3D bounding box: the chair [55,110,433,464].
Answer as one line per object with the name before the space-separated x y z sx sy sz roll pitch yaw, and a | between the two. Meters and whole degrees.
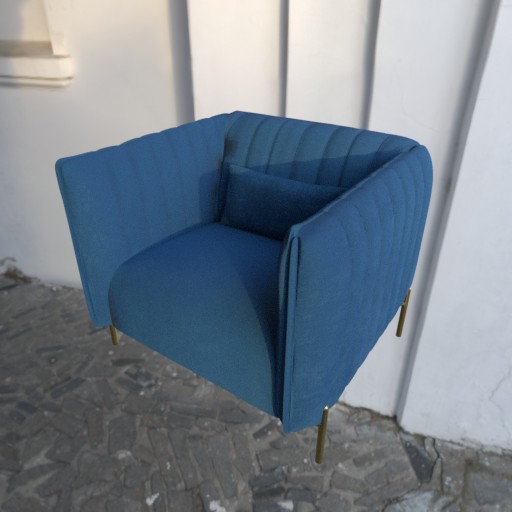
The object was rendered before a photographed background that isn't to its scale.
chair | 0.000 0.000 1.563 0.947 0.793 0.877 19 35 30
